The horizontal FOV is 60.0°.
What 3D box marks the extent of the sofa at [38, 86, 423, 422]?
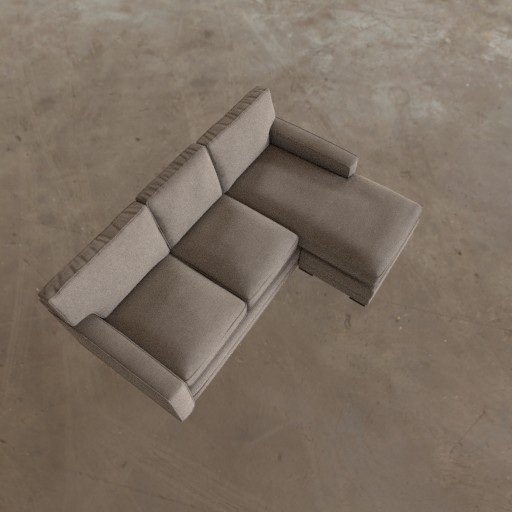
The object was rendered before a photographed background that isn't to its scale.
[{"bbox_3d":[0.000,0.000,2.872,1.496,0.861,2.087,31,64,17],"label":"sofa"}]
